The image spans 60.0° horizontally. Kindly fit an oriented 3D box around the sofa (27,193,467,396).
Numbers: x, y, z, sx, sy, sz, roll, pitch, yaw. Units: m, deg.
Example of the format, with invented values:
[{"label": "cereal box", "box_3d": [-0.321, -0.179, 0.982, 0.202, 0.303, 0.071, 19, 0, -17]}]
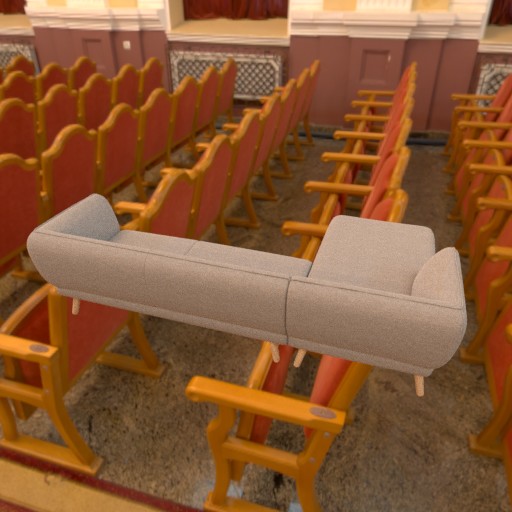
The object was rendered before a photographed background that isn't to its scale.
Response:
[{"label": "sofa", "box_3d": [0.000, 0.000, 3.248, 2.653, 0.693, 1.532, 10, 33, 15]}]
